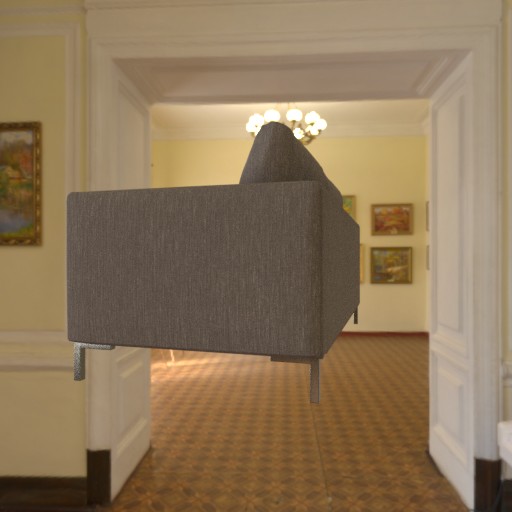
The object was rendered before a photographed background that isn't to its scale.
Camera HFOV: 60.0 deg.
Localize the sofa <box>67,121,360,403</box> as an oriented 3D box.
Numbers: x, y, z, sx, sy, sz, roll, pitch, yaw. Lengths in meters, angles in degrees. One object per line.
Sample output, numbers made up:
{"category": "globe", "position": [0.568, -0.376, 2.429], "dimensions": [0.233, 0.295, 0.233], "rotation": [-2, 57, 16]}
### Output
{"category": "sofa", "position": [0.000, 0.000, 2.134], "dimensions": [0.875, 0.840, 1.682], "rotation": [0, 0, 17]}
